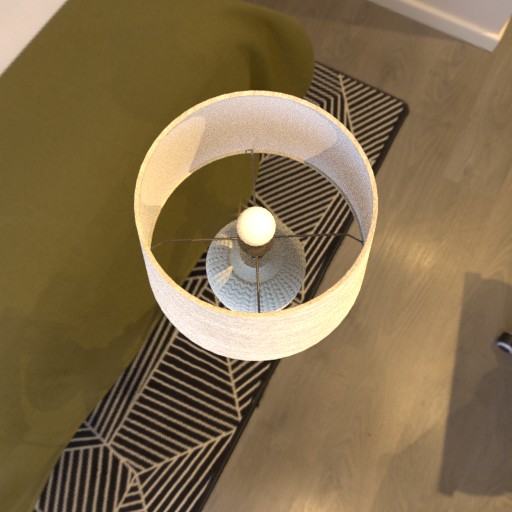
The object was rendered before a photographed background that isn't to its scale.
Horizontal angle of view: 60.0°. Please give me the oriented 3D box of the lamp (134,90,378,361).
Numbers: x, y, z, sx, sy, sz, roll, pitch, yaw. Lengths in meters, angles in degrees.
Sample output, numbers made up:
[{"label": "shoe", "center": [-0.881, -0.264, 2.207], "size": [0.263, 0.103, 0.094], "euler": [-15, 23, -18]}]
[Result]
[{"label": "lamp", "center": [0.000, 0.000, 0.839], "size": [0.390, 0.580, 0.390], "euler": [0, 75, 0]}]
